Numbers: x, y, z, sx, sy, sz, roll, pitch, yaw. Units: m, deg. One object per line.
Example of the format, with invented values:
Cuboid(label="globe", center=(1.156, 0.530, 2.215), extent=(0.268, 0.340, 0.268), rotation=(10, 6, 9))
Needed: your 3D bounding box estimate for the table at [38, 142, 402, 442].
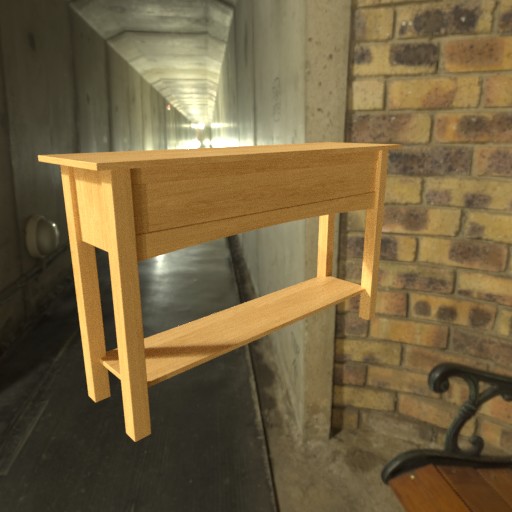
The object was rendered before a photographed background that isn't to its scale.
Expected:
Cuboid(label="table", center=(0.000, 0.000, 1.548), extent=(1.240, 0.730, 0.350), rotation=(-15, 22, -41))
